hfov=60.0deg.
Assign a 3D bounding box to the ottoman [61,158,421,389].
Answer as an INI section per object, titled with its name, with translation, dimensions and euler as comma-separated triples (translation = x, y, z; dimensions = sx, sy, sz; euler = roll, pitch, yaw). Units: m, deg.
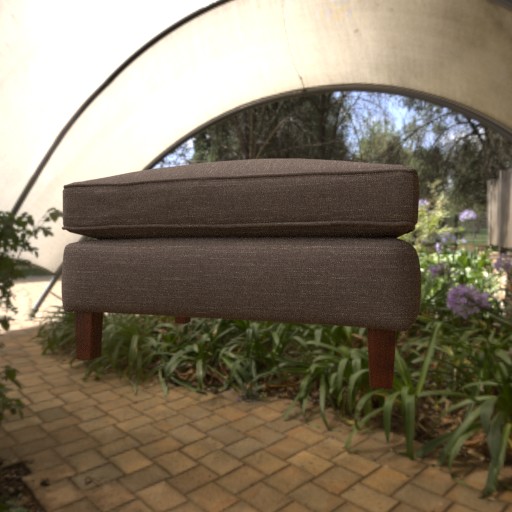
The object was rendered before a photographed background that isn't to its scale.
[ottoman]
translation = 0.000, 0.000, 0.997
dimensions = 0.686, 0.406, 0.508
euler = 1, 2, 18
